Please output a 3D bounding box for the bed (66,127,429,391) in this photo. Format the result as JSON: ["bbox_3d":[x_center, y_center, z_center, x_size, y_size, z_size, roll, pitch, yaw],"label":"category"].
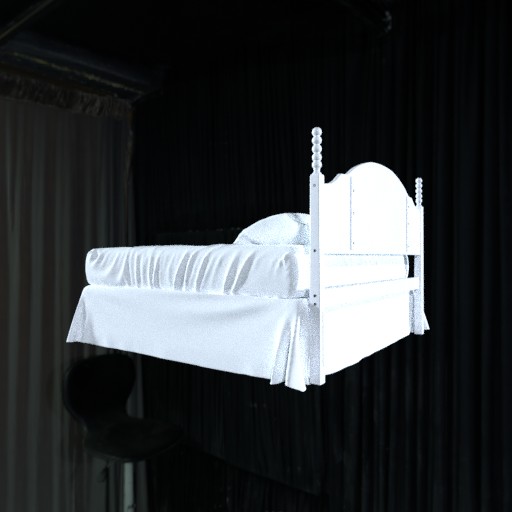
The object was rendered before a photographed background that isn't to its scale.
[{"bbox_3d":[0.000,0.000,3.718,2.219,1.355,2.322,0,0,36],"label":"bed"}]
